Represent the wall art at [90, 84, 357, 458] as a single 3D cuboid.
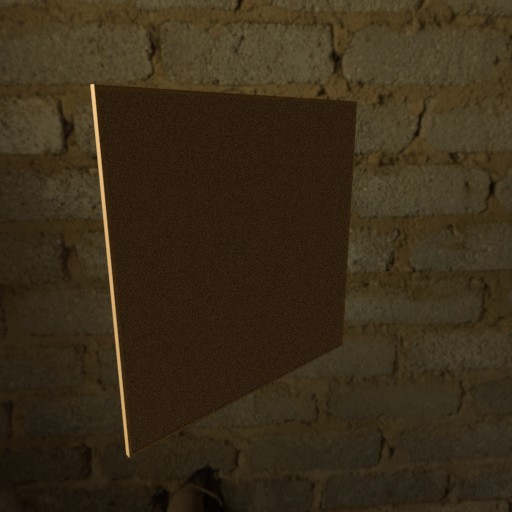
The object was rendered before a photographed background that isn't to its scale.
[{"bbox_3d":[0.000,0.000,0.958,0.657,0.655,0.014,-14,22,-41],"label":"wall art"}]
